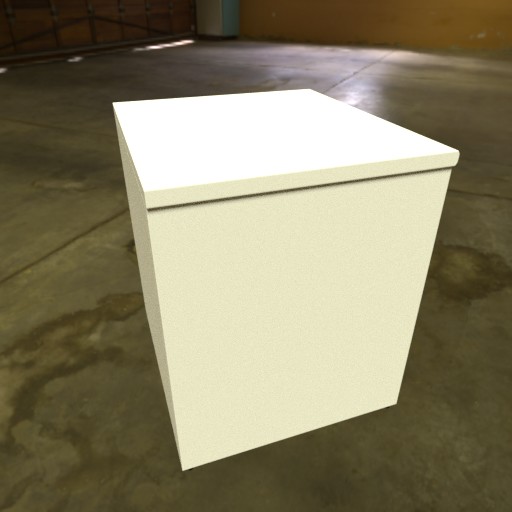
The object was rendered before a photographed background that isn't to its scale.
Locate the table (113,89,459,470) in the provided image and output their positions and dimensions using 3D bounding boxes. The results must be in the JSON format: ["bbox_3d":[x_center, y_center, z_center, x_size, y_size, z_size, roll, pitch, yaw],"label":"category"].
[{"bbox_3d":[0.000,0.000,0.773,0.380,0.460,0.420,-10,32,-17],"label":"table"}]
